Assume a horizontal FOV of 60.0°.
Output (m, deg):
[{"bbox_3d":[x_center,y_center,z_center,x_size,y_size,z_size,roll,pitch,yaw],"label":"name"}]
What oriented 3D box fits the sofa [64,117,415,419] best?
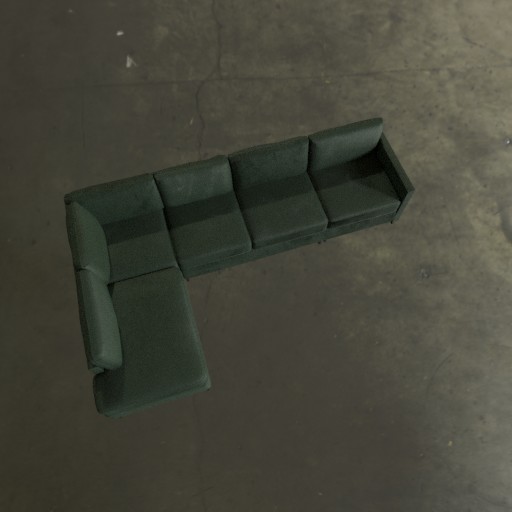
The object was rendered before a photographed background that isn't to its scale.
[{"bbox_3d":[0.000,0.000,4.325,3.384,0.996,2.048,-16,65,-7],"label":"sofa"}]
